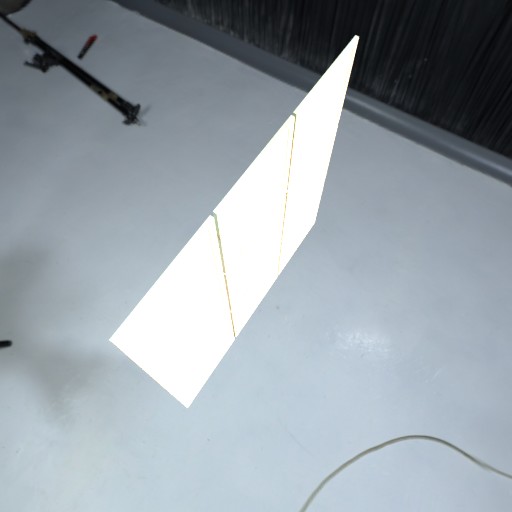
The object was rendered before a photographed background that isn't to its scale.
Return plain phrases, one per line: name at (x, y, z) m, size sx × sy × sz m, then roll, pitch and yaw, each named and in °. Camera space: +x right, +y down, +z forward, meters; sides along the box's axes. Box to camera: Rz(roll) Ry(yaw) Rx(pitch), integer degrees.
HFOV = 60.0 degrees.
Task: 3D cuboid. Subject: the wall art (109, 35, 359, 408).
wall art at (0.000, 0.000, 1.784) m, size 0.013 × 1.219 × 1.214 m, roll 31°, pitch 68°, yaw 14°
